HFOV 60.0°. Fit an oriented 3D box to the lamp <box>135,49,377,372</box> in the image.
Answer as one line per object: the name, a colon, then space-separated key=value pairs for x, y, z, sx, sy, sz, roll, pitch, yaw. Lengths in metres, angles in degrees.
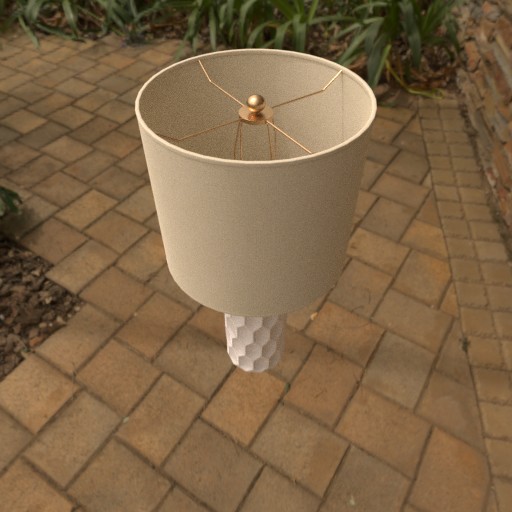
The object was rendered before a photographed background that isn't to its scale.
lamp: x=0.000 y=0.000 z=0.708 sx=0.277 sy=0.537 sz=0.277 roll=3 pitch=46 yaw=3
